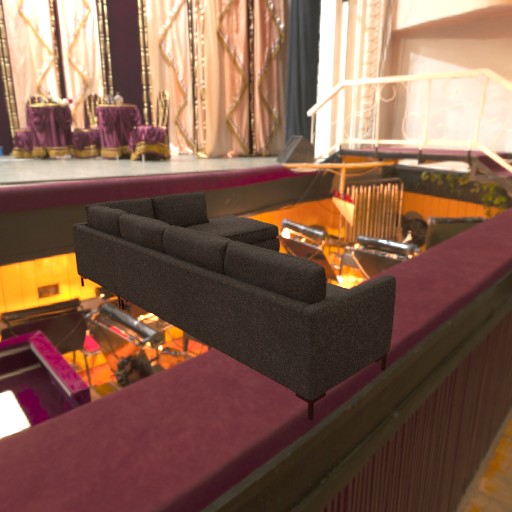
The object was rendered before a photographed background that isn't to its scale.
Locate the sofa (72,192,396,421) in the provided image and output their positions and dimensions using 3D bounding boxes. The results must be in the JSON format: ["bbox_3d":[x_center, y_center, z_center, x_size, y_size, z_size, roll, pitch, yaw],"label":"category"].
[{"bbox_3d":[0.000,0.000,3.842,2.007,0.815,2.949,-14,21,-42],"label":"sofa"}]
